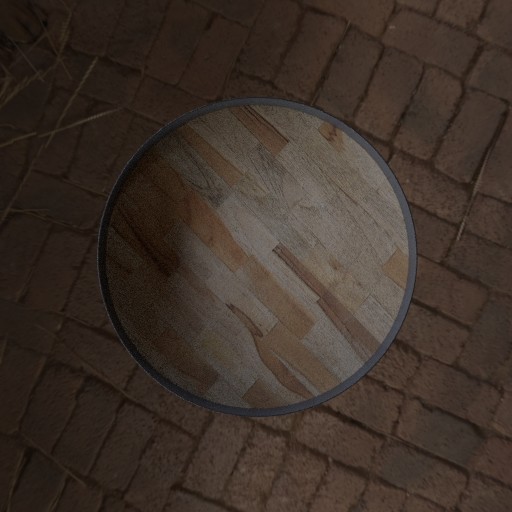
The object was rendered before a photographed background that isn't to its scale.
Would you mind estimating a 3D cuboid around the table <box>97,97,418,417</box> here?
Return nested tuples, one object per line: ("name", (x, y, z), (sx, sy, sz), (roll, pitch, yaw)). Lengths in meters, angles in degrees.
("table", (0.000, 0.000, 0.841), (0.406, 0.559, 0.406), (0, 90, 0))
